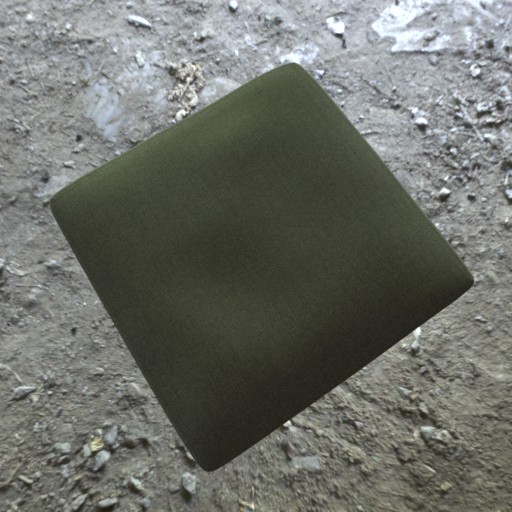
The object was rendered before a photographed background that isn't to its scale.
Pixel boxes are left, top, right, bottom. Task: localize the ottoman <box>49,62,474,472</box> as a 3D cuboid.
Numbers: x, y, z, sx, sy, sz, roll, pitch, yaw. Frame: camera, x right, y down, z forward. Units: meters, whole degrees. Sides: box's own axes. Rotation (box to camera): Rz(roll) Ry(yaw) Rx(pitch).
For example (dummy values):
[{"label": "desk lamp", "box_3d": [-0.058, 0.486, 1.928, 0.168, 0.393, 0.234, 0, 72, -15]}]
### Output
[{"label": "ottoman", "box_3d": [0.000, 0.000, 1.312, 0.843, 0.436, 0.840, -32, 77, -9]}]
